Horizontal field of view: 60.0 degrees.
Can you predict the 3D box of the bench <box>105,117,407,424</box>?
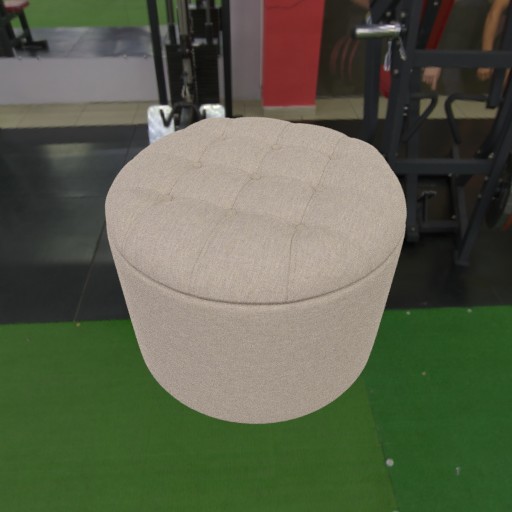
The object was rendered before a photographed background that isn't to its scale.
[{"bbox_3d":[0.000,0.000,1.011,0.600,0.454,0.600,0,42,0],"label":"bench"}]
